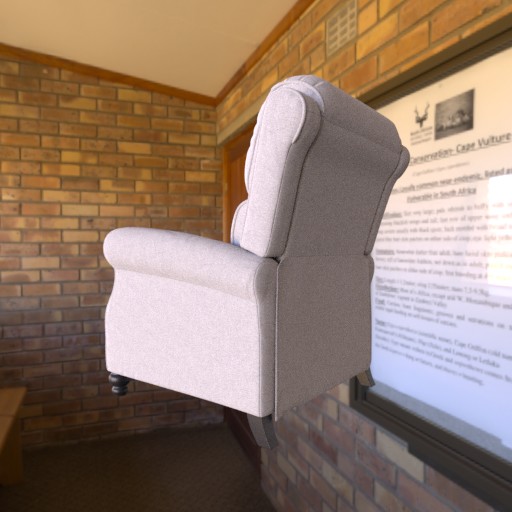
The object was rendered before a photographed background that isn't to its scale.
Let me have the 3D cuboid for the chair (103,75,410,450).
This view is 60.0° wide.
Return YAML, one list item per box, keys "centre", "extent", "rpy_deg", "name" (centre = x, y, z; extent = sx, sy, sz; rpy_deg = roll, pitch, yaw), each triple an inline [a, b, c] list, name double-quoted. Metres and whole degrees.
- centre: [0.000, 0.000, 1.695]
  extent: [0.919, 1.046, 0.859]
  rpy_deg: [1, 2, 38]
  name: "chair"
